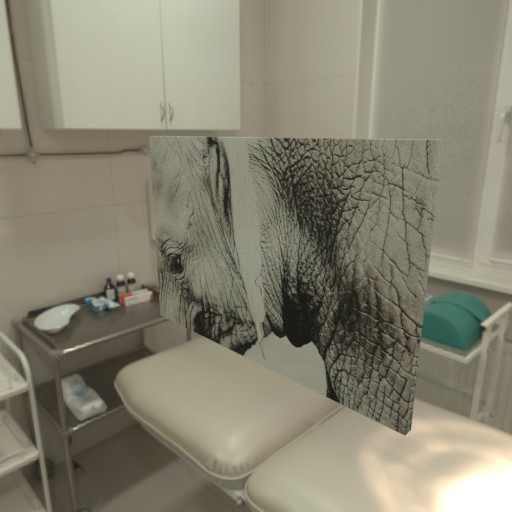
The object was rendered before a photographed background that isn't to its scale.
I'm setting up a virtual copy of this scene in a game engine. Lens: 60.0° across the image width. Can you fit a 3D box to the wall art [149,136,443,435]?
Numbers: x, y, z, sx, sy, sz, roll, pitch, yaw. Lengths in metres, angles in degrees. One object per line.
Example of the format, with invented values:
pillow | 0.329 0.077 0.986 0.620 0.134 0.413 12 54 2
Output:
wall art | 0.000 0.000 1.467 1.141 0.758 0.035 15 21 42
